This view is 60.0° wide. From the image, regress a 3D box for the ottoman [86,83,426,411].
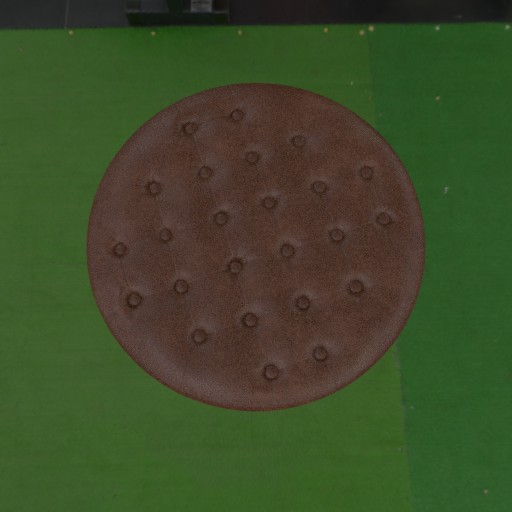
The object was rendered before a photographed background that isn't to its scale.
[{"bbox_3d":[0.000,0.000,1.012,0.637,0.442,0.637,0,77,0],"label":"ottoman"}]
